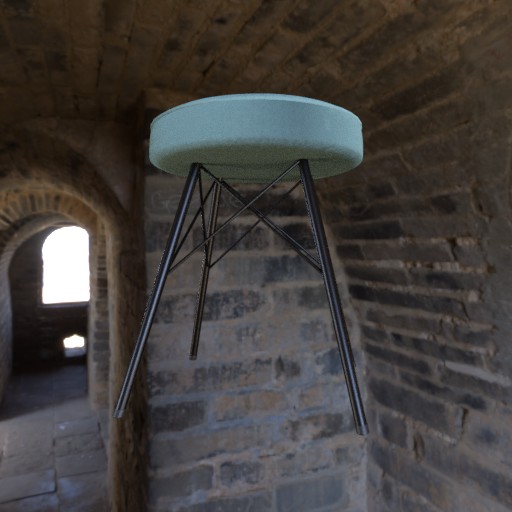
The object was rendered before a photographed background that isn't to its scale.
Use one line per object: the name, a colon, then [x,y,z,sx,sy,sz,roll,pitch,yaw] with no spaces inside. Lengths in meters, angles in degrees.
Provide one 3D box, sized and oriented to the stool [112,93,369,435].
stool: [0.000,0.000,0.873,0.457,0.519,0.458,0,0,18]
